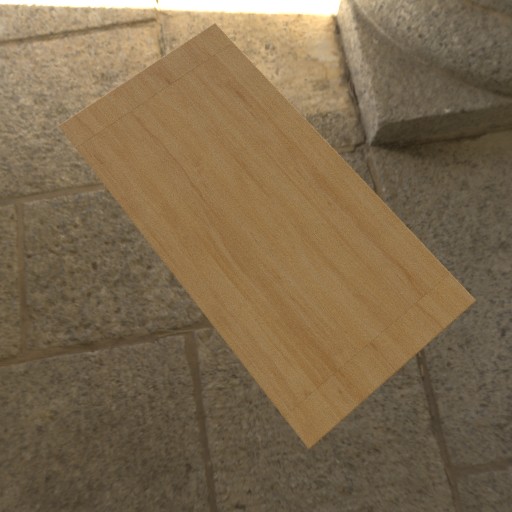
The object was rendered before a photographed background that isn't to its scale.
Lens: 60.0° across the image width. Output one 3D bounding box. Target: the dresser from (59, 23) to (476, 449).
[{"bbox_3d":[0.000,0.000,1.224,0.410,0.730,0.800,-38,78,-9],"label":"dresser"}]
